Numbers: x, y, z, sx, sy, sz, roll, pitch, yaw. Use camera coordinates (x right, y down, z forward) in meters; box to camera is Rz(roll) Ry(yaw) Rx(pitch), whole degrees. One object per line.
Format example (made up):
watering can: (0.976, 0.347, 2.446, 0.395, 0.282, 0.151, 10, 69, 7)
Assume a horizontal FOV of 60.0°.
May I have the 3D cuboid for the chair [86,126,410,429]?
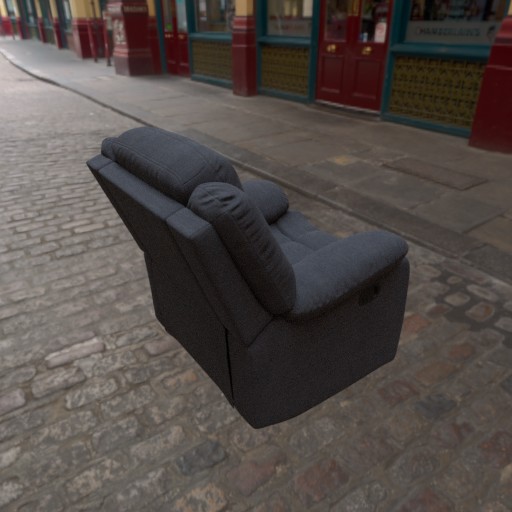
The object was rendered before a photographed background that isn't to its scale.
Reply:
chair: (0.000, 0.000, 1.712, 0.944, 1.008, 0.899, -18, 33, -31)
